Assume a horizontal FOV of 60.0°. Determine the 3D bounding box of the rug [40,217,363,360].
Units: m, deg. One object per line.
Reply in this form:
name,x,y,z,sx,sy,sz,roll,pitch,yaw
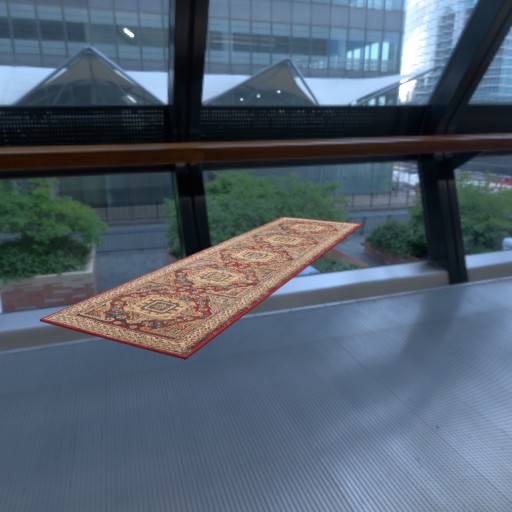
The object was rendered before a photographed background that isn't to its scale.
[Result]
rug,0.000,0.000,2.491,0.659,0.015,2.292,8,17,25
